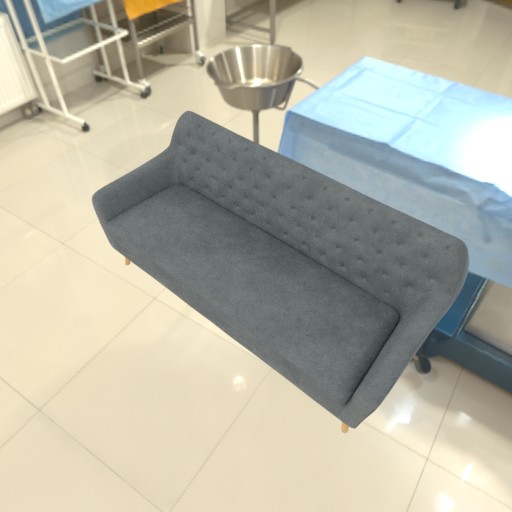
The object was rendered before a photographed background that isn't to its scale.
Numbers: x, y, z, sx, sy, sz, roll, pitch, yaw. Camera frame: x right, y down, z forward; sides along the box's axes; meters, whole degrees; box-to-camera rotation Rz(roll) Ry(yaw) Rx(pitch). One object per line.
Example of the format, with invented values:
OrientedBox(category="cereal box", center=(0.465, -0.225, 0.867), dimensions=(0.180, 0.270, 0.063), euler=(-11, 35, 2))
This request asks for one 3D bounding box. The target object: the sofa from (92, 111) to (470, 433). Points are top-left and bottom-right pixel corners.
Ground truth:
OrientedBox(category="sofa", center=(0.000, 0.000, 2.490), dimensions=(1.975, 0.832, 0.841), euler=(32, 55, 26))
